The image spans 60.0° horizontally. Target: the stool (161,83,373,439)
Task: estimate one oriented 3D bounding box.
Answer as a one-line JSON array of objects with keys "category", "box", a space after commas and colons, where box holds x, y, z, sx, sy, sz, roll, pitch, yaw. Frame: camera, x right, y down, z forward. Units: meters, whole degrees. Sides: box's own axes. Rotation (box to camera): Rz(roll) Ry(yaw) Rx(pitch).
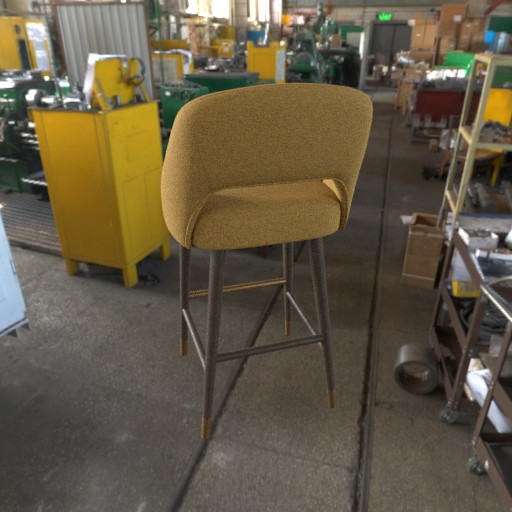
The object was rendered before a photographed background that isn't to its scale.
[{"category": "stool", "box": [0.000, 0.000, 1.360, 0.536, 1.032, 0.522, -8, 27, -15]}]
